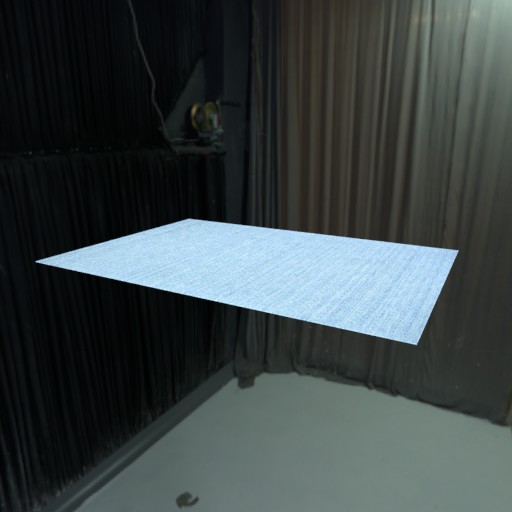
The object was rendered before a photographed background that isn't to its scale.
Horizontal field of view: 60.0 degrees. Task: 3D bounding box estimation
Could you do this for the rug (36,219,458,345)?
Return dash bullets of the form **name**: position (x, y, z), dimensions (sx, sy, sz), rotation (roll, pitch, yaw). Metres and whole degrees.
- **rug**: position (0.000, 0.000, 3.670), dimensions (2.895, 0.006, 1.982), rotation (9, 18, 28)
